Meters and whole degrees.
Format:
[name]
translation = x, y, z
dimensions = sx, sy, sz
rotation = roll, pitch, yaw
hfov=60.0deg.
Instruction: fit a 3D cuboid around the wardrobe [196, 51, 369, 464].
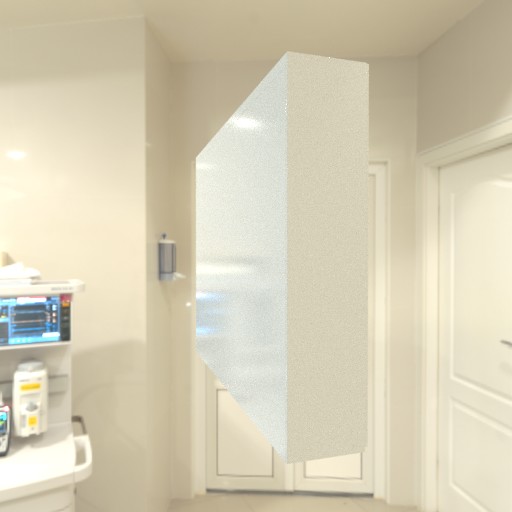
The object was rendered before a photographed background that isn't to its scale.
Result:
[wardrobe]
translation = 0.000, 0.000, 4.049
dimensions = 0.580, 2.360, 3.000
rotation = 0, 1, -18
